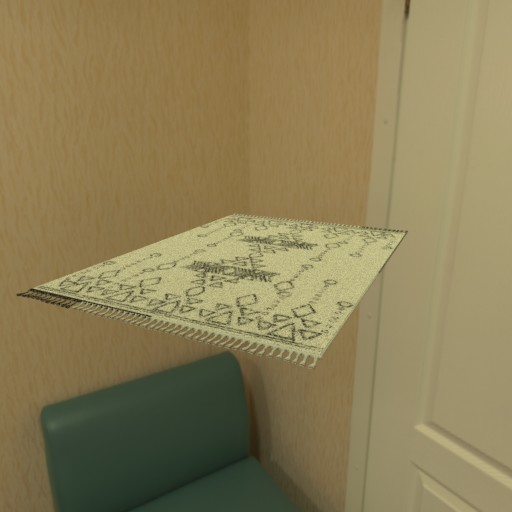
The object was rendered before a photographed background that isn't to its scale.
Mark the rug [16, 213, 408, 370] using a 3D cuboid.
[{"bbox_3d":[0.000,0.000,2.915,1.600,0.013,2.312,8,19,25],"label":"rug"}]
